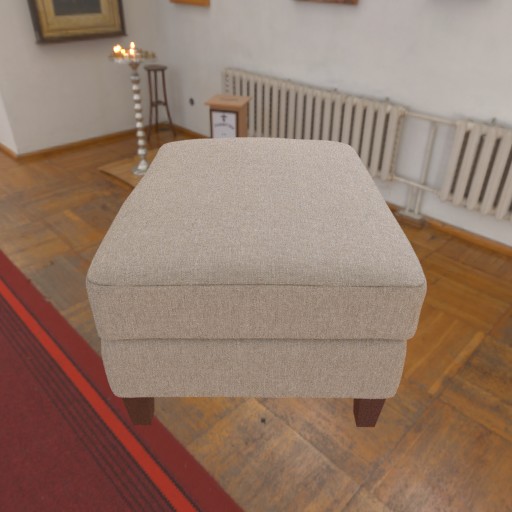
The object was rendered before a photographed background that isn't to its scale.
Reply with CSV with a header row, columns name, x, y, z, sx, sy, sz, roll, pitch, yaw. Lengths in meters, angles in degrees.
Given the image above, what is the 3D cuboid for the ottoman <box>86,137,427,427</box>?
name,x,y,z,sx,sy,sz,roll,pitch,yaw
ottoman,0.000,0.000,1.303,0.677,0.519,0.898,0,31,0
